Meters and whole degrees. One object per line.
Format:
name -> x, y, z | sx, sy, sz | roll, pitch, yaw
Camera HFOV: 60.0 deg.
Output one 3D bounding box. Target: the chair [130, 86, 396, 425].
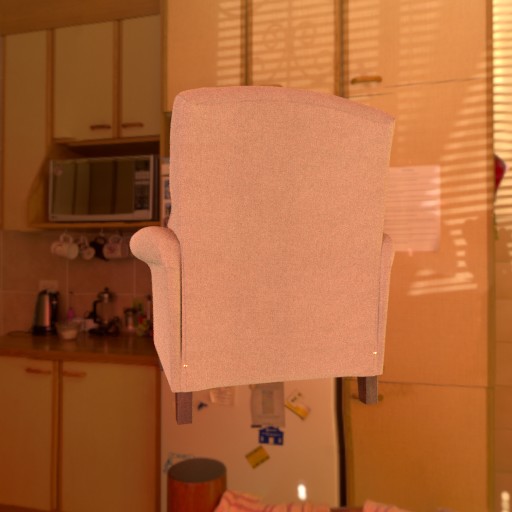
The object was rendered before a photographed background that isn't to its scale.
chair -> 0.000, 0.000, 1.807 | 0.978, 1.061, 0.905 | 0, 0, -17
